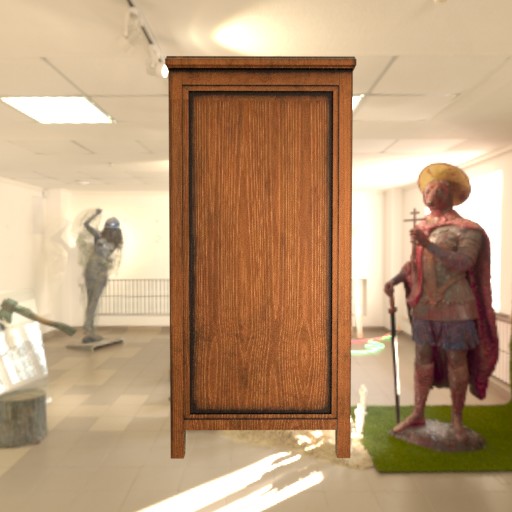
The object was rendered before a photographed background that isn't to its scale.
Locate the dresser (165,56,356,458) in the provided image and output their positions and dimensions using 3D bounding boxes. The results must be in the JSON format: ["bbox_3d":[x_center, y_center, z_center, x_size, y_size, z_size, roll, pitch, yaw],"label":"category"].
[{"bbox_3d":[0.000,0.000,1.958,0.591,1.224,1.250,0,1,0],"label":"dresser"}]
